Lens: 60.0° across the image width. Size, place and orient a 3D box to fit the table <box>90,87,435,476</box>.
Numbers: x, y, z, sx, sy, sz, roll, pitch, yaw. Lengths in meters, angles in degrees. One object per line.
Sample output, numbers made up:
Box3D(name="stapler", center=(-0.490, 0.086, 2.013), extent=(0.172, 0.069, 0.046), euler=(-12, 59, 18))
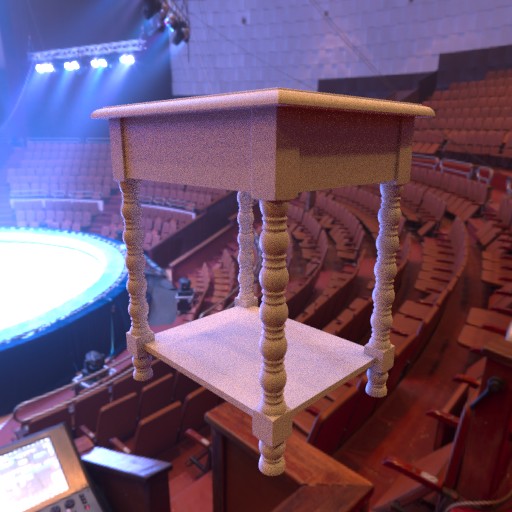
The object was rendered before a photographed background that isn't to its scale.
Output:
Box3D(name="table", center=(0.000, 0.000, 0.825), extent=(0.381, 0.531, 0.460), euler=(-14, 20, -43))
